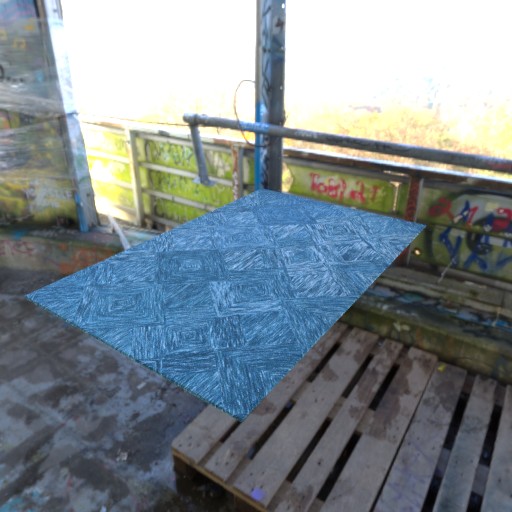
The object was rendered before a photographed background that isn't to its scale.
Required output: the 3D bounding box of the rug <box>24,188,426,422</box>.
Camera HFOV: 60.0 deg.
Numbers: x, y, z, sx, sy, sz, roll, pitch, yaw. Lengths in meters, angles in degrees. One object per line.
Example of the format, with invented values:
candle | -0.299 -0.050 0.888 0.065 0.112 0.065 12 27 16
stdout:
rug | 0.000 0.000 2.860 1.490 0.015 2.277 18 32 31
